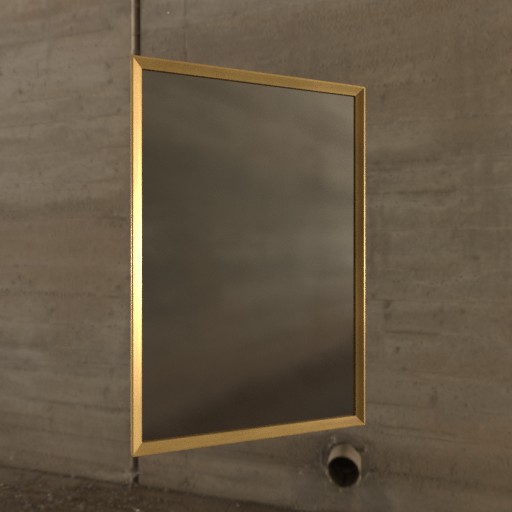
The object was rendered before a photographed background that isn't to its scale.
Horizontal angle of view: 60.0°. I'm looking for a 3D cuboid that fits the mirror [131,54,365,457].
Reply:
[{"bbox_3d":[0.000,0.000,1.121,0.609,0.915,0.041,0,0,-18],"label":"mirror"}]
